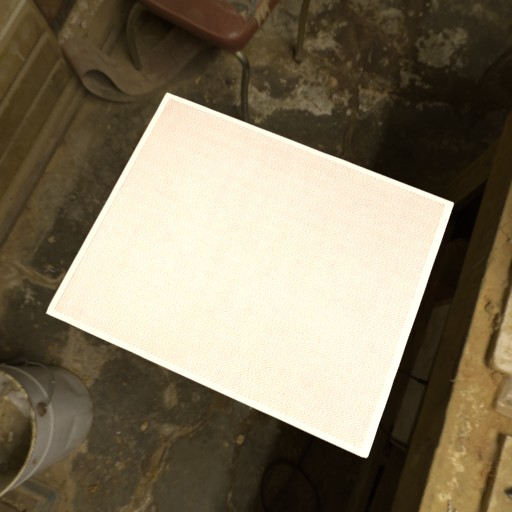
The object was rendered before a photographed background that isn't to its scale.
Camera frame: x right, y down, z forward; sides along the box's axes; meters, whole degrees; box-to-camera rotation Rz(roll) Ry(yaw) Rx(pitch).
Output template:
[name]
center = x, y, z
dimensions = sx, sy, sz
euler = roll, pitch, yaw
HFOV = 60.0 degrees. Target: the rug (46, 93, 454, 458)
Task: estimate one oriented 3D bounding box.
[rug]
center = 0.000, 0.000, 4.034
dimensions = 3.009, 0.019, 2.423
euler = 23, 77, 6
